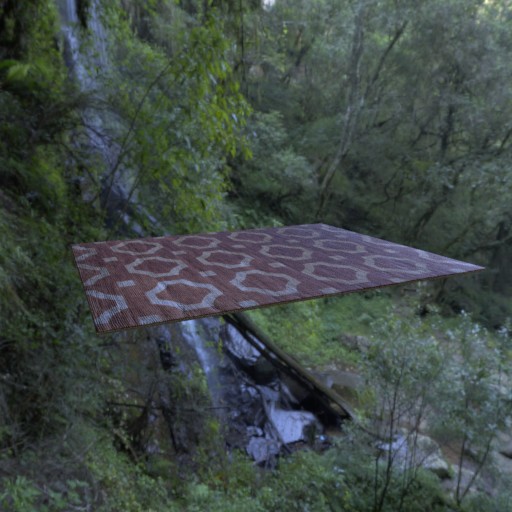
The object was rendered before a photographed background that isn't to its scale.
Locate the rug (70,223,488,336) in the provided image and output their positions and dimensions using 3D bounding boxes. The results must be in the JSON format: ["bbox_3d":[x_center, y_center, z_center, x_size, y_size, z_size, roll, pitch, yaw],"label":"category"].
[{"bbox_3d":[0.000,0.000,4.086,3.049,0.021,2.466,-6,15,-24],"label":"rug"}]
